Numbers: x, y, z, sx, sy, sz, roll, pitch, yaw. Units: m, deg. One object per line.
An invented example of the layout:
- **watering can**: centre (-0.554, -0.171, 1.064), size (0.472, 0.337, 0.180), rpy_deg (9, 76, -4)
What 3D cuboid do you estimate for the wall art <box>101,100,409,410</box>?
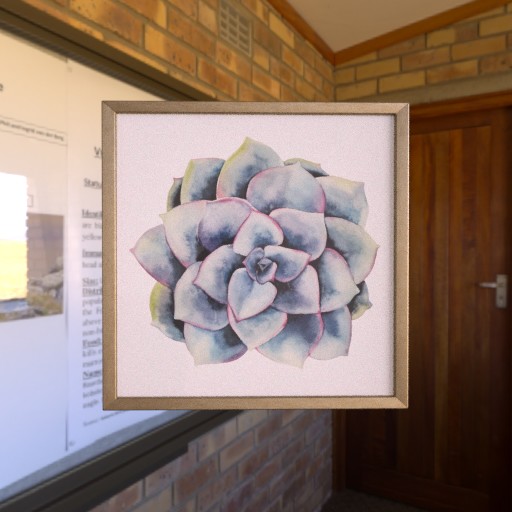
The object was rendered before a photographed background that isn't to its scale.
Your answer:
- **wall art**: centre (0.000, 0.000, 0.742), size (0.503, 0.506, 0.030), rpy_deg (0, 1, -1)
